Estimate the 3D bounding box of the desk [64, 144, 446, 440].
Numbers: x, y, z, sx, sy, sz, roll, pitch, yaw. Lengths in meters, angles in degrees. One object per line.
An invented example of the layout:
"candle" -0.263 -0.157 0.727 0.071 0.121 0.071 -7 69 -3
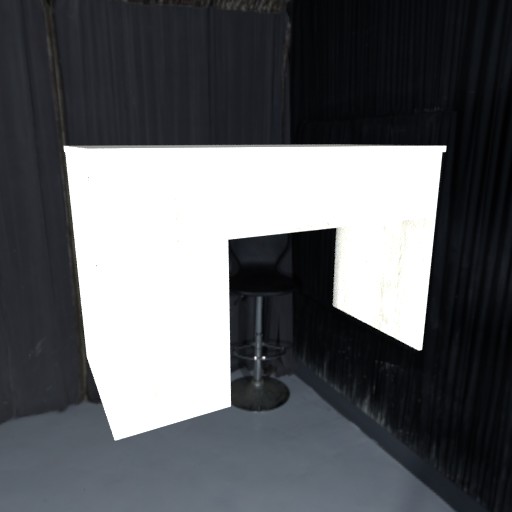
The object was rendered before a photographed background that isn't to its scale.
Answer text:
"desk" 0.000 0.000 1.515 1.096 0.730 0.560 -8 16 -27
